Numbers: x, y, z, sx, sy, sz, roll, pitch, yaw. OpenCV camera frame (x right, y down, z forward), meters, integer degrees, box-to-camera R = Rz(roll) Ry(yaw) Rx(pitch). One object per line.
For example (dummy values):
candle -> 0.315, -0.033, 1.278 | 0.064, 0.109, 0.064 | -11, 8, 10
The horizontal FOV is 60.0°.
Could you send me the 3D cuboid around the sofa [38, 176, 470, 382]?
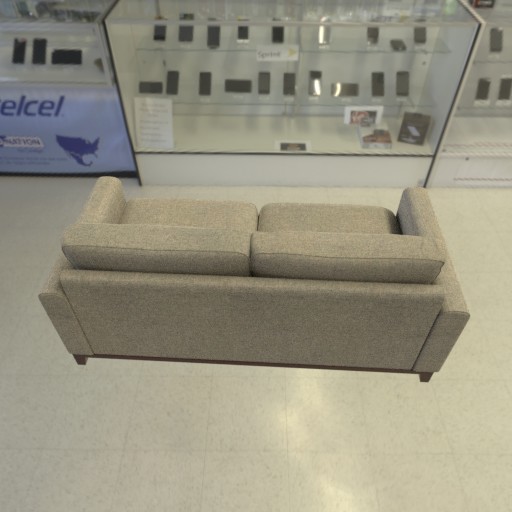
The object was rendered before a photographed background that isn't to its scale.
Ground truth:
sofa -> 0.000, 0.000, 2.446 | 1.978, 0.892, 0.969 | 2, 46, 2
